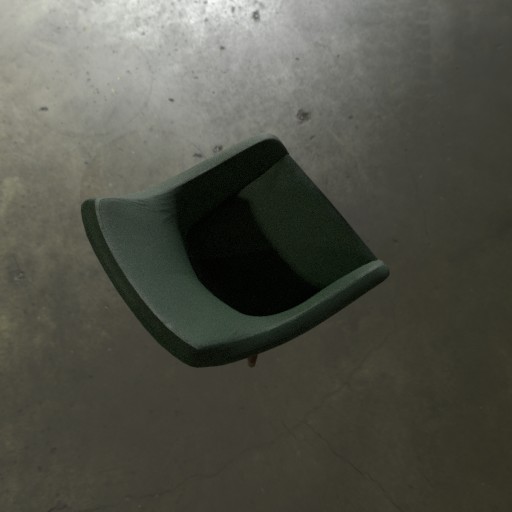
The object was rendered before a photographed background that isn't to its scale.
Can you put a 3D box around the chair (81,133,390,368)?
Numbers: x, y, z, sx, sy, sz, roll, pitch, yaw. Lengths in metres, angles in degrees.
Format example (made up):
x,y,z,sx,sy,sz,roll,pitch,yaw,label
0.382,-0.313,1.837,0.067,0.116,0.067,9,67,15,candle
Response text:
x,y,z,sx,sy,sz,roll,pitch,yaw,label
0.000,0.000,1.582,0.794,1.081,0.683,-35,77,-10,chair
